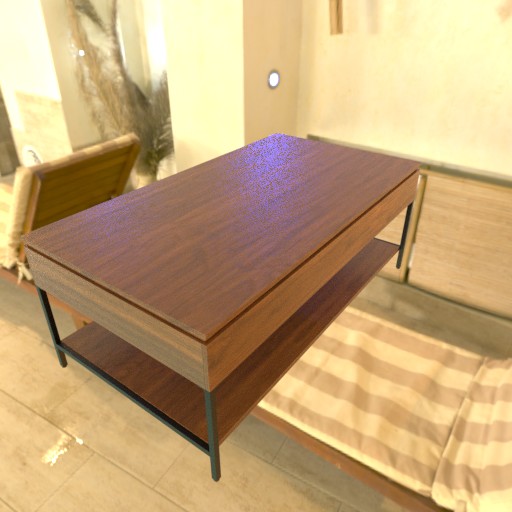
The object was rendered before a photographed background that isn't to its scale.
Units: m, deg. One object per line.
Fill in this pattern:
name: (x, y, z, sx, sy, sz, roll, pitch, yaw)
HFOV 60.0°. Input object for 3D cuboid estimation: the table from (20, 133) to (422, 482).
table: (0.000, 0.000, 1.346, 0.574, 0.414, 1.057, 21, 37, 31)
